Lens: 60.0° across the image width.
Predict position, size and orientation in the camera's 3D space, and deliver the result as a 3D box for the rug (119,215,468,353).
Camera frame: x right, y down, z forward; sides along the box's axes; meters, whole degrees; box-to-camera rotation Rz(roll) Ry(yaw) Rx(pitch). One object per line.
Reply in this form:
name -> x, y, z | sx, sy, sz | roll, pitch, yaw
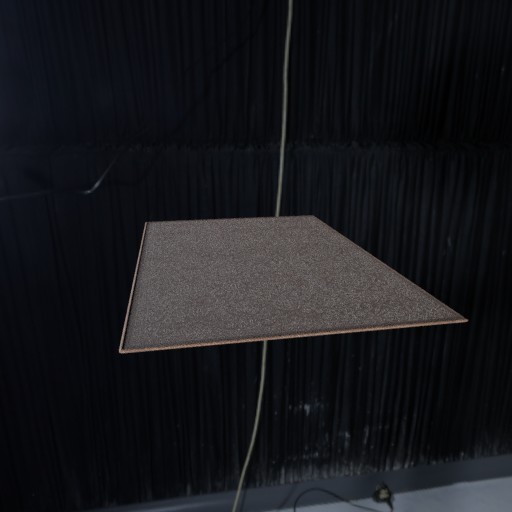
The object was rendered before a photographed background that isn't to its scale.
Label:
rug -> 0.000, 0.000, 2.934 | 1.524, 0.011, 2.286 | -3, 18, -10
